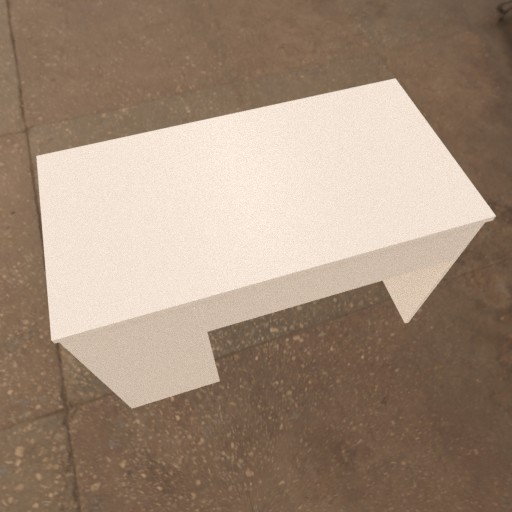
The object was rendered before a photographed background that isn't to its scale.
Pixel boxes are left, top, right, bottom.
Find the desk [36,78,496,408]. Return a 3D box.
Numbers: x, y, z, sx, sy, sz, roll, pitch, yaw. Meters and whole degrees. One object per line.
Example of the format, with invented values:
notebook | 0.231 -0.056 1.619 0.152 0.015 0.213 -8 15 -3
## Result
desk | 0.000 0.000 1.488 1.097 0.735 0.560 -15 60 -9
